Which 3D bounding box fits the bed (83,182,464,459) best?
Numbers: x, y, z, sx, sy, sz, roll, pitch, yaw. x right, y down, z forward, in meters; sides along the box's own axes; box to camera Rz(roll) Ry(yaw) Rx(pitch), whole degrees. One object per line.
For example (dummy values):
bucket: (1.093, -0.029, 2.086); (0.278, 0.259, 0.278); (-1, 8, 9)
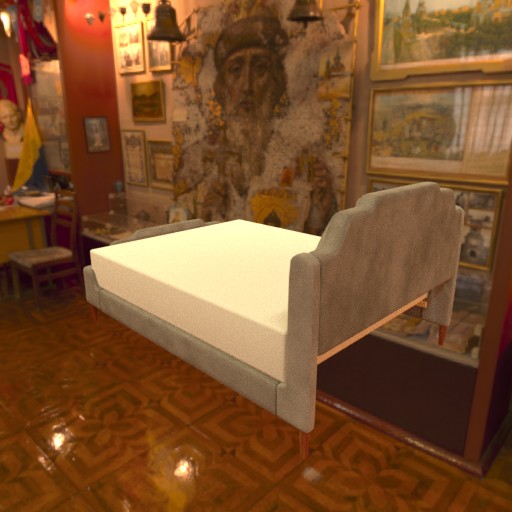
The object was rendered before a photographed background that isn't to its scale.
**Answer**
bed: (0.000, 0.000, 3.318); (2.340, 1.245, 1.676); (16, 23, 42)
